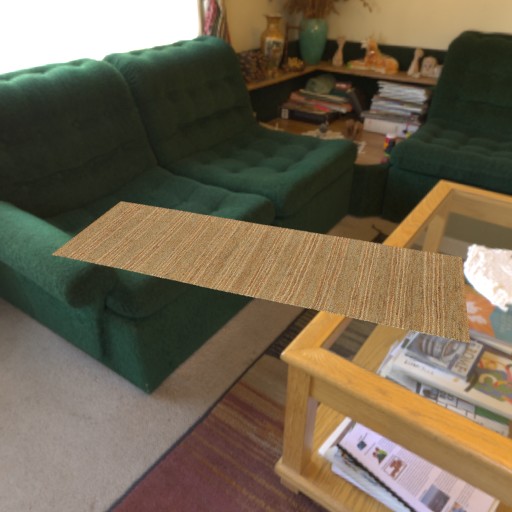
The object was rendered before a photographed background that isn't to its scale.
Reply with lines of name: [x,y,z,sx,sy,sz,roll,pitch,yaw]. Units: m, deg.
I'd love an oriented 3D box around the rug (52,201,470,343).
rug: [0.000,0.000,2.768,2.438,0.006,0.783,10,35,15]
